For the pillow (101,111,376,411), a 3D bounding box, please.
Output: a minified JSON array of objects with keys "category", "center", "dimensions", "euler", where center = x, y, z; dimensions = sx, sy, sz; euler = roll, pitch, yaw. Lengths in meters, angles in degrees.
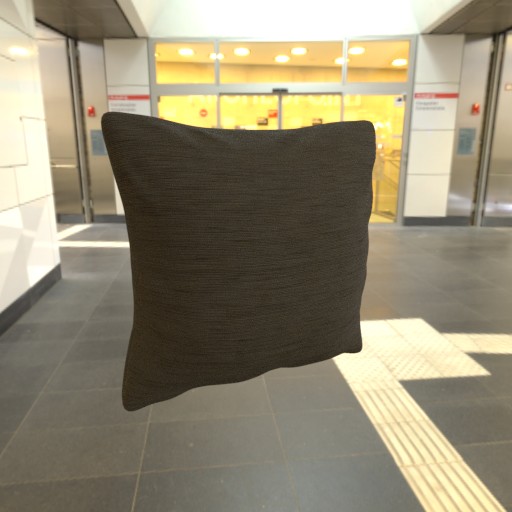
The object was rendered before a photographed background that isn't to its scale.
[{"category":"pillow","center":[0.000,0.000,0.685],"dimensions":[0.432,0.414,0.246],"euler":[-7,16,-26]}]
